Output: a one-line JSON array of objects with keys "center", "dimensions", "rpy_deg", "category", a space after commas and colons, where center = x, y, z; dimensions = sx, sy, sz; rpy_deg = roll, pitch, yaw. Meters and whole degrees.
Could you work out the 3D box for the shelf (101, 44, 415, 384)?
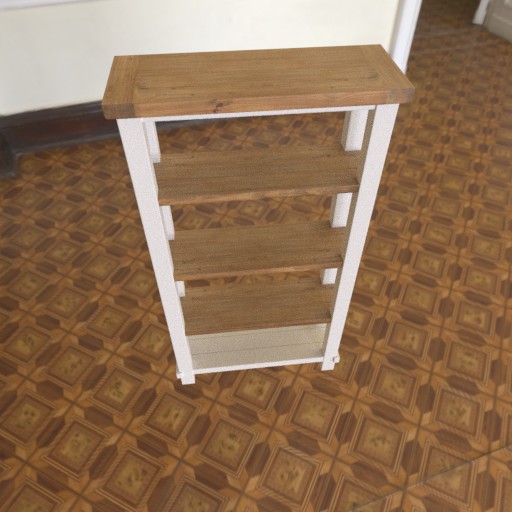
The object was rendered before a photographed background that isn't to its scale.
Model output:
[{"center": [0.000, 0.000, 2.236], "dimensions": [1.022, 1.878, 0.381], "rpy_deg": [-5, 46, -4], "category": "shelf"}]
